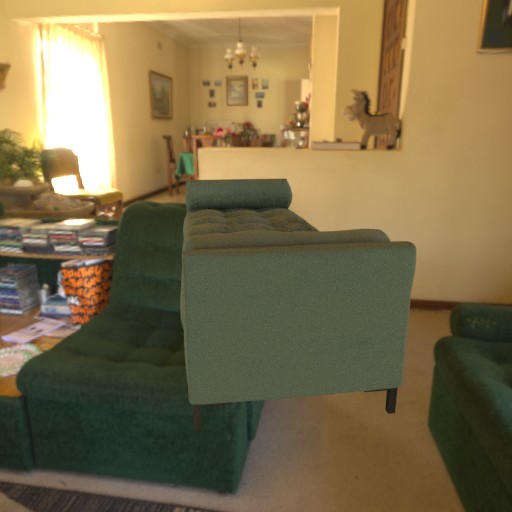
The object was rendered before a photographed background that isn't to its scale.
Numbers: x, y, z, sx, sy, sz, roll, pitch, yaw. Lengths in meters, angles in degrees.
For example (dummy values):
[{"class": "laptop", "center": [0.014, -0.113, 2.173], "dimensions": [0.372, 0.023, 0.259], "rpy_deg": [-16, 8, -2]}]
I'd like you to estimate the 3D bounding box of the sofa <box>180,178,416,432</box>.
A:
[{"class": "sofa", "center": [0.000, 0.000, 2.491], "dimensions": [0.817, 0.681, 2.130], "rpy_deg": [-2, 16, -8]}]
